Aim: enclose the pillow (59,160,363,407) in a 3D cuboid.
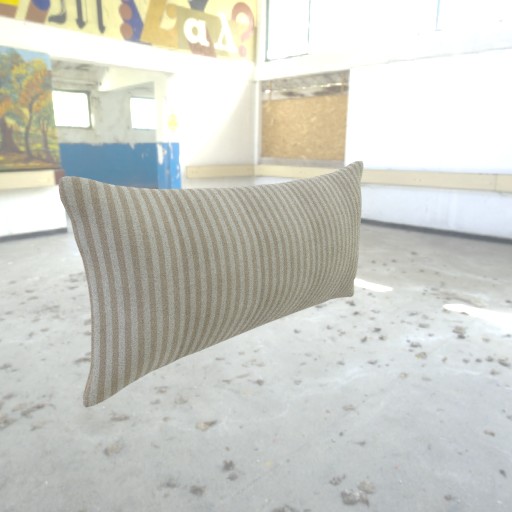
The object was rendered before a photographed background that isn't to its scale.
[{"bbox_3d":[0.000,0.000,0.739,0.617,0.295,0.151,-14,20,-43],"label":"pillow"}]
